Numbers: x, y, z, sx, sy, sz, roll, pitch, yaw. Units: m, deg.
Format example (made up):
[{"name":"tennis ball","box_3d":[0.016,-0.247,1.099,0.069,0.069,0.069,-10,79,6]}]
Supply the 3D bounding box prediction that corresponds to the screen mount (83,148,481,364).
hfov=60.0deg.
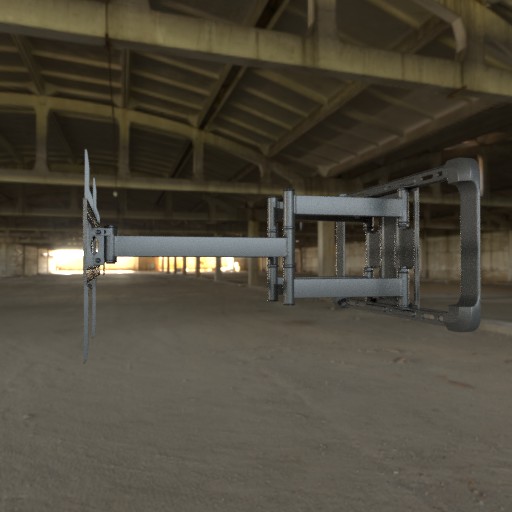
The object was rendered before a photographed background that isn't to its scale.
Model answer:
[{"name":"screen mount","box_3d":[0.000,0.000,1.275,0.905,0.483,0.725,0,-1,-17]}]
